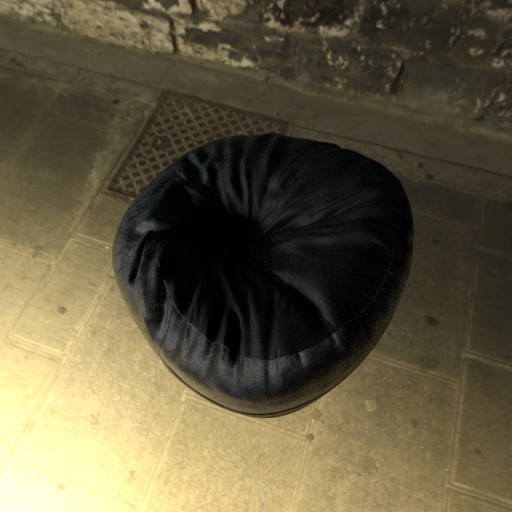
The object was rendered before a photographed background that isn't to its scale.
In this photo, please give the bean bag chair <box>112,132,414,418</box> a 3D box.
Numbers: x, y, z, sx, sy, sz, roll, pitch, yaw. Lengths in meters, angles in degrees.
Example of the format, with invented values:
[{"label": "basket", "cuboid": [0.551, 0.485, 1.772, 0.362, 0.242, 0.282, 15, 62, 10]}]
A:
[{"label": "bean bag chair", "cuboid": [0.000, 0.000, 2.397, 1.524, 0.878, 1.524, 30, 67, 14]}]
